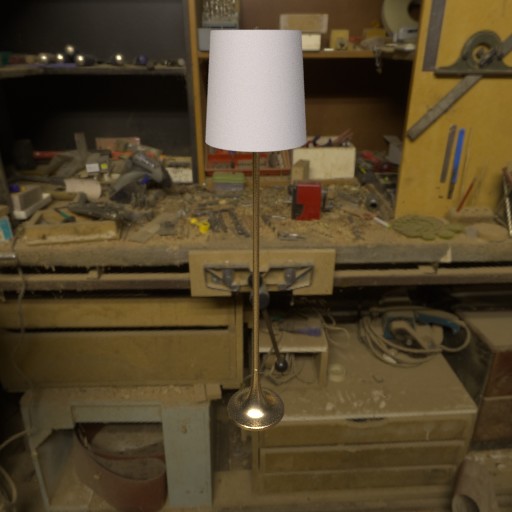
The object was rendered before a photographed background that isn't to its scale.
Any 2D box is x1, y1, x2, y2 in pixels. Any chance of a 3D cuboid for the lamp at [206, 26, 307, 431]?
[{"bbox_3d":[0.000,0.000,1.677,0.337,1.543,0.337,0,26,0],"label":"lamp"}]
